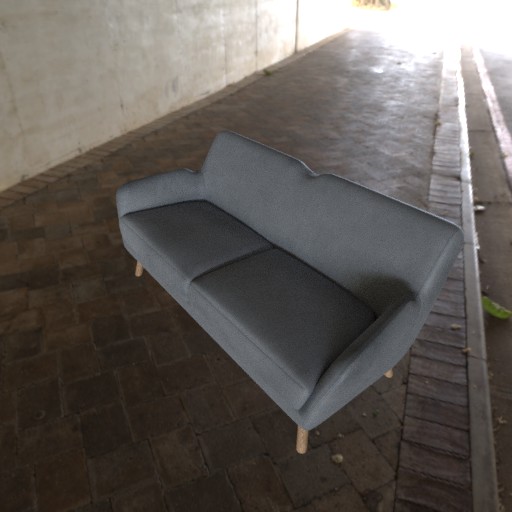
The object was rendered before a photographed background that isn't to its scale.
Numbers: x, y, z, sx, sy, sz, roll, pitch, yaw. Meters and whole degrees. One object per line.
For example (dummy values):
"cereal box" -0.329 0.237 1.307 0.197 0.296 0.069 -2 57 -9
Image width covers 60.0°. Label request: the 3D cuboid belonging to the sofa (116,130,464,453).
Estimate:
"sofa" 0.000 0.000 2.296 0.850 0.810 1.870 -22 38 -31
